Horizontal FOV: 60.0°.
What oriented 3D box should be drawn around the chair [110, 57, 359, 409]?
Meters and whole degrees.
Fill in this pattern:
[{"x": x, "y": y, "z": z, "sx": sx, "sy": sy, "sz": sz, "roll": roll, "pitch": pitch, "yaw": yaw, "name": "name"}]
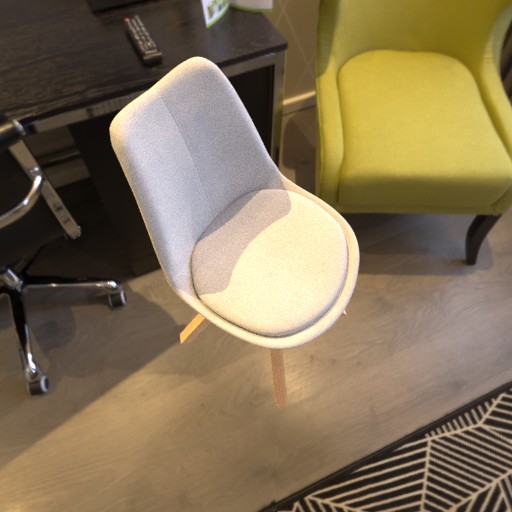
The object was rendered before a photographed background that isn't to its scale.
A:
[{"x": 0.000, "y": 0.000, "z": 1.209, "sx": 0.549, "sy": 0.863, "sz": 0.474, "roll": 31, "pitch": 63, "yaw": 18, "name": "chair"}]
